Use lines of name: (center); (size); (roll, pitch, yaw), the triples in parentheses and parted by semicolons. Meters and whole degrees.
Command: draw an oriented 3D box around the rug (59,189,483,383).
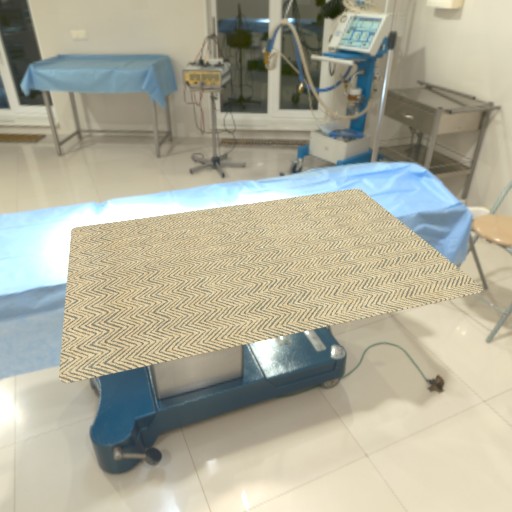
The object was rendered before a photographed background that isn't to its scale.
rug: (0.000, 0.000, 2.174); (1.752, 0.008, 1.144); (-10, 34, -15)
